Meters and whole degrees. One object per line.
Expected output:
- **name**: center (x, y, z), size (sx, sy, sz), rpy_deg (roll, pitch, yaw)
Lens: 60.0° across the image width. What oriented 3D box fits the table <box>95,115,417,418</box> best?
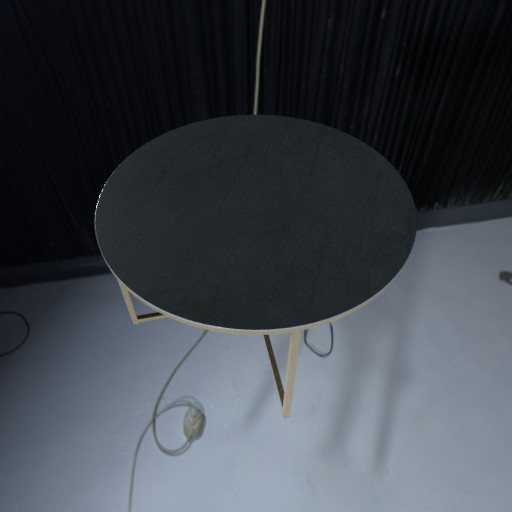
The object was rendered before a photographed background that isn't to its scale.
- **table**: center (0.000, 0.000, 1.300), size (0.800, 0.450, 0.800), rpy_deg (0, 48, 0)
